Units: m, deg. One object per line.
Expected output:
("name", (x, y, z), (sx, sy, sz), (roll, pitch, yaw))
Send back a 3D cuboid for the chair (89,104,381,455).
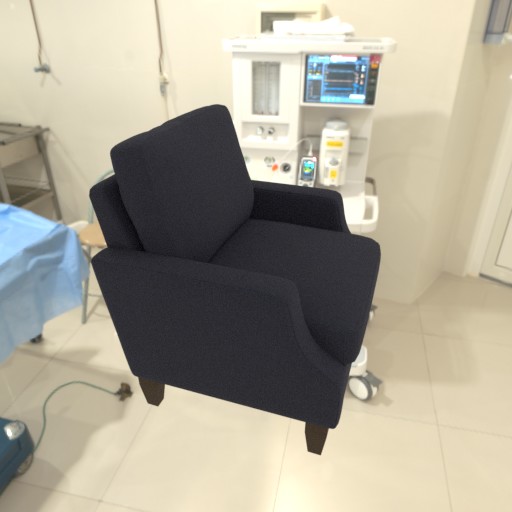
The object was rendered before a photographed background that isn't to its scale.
("chair", (0.000, 0.000, 1.685), (0.897, 0.991, 0.855), (10, 31, 17))
